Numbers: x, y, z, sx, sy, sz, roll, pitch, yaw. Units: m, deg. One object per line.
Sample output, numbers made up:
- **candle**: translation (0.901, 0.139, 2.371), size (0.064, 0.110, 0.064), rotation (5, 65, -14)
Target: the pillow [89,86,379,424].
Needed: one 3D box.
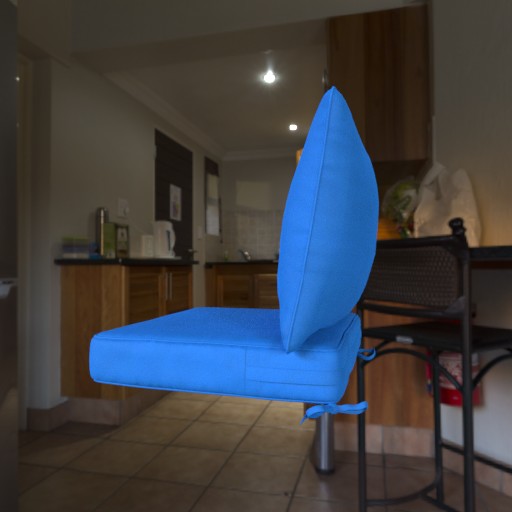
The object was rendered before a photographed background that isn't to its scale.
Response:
- **pillow**: translation (0.000, 0.000, 1.372), size (0.733, 0.725, 0.798), rotation (0, 0, 17)
